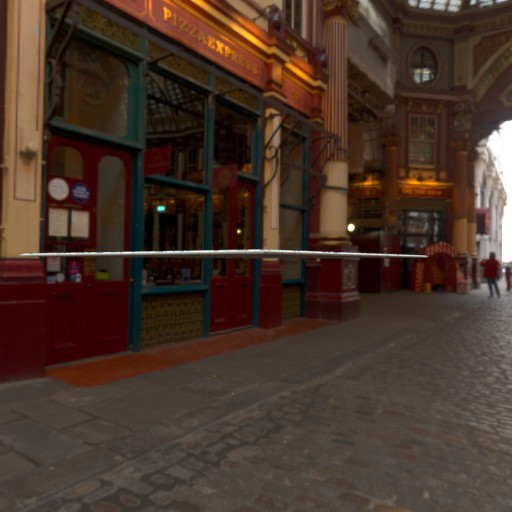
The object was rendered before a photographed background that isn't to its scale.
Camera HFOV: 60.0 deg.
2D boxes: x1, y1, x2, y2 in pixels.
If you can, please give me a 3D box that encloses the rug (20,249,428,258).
[{"bbox_3d":[0.000,0.000,2.841,1.586,0.014,2.197,0,-1,35],"label":"rug"}]
